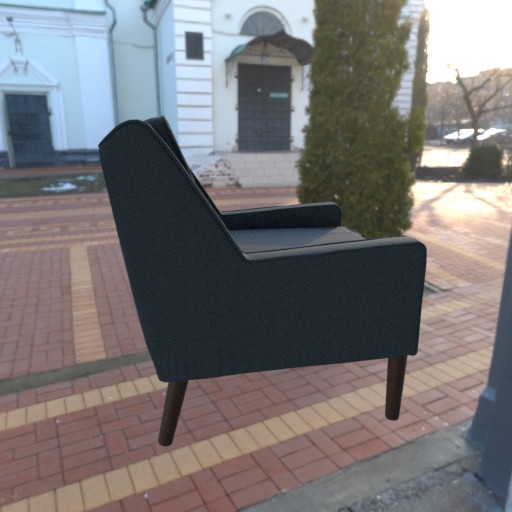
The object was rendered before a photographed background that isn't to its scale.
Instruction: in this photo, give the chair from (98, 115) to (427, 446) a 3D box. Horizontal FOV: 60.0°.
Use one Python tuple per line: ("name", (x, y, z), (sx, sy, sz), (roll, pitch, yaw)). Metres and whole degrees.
("chair", (0.000, 0.000, 1.302), (0.733, 0.780, 0.663), (-3, 16, -10))
